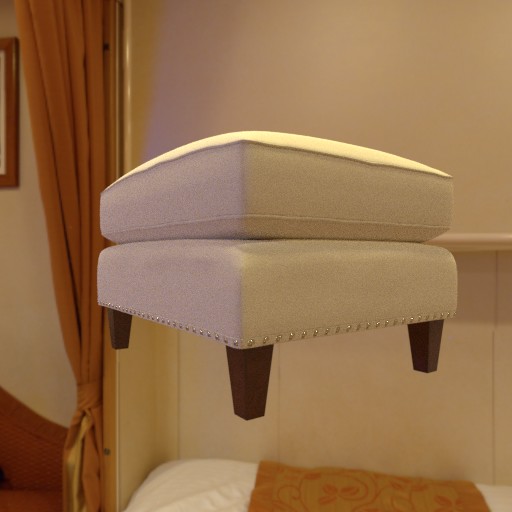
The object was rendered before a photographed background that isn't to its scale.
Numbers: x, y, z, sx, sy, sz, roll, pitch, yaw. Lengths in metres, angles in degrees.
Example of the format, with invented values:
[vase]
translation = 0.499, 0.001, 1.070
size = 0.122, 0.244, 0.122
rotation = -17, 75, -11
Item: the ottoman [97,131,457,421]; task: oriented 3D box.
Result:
[ottoman]
translation = 0.000, 0.000, 1.112
size = 0.584, 0.513, 0.741
rotation = 0, 0, -35
